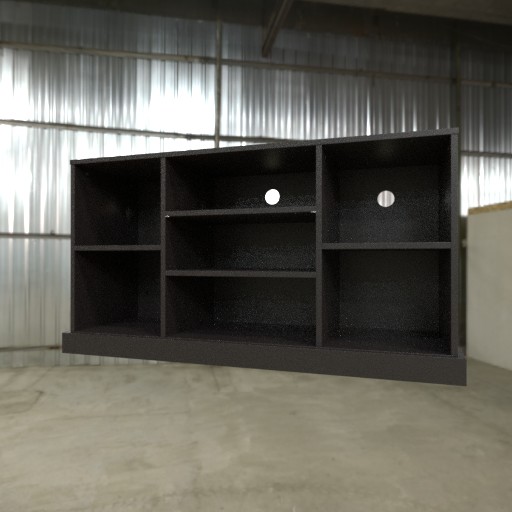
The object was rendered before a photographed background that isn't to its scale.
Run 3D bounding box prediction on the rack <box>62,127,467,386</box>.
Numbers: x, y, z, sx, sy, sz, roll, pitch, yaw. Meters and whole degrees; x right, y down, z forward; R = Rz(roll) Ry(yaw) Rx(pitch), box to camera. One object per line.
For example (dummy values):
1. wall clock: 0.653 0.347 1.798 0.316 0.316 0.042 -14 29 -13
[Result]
1. rack: 0.000 0.000 1.454 1.206 0.635 0.399 0 0 18
